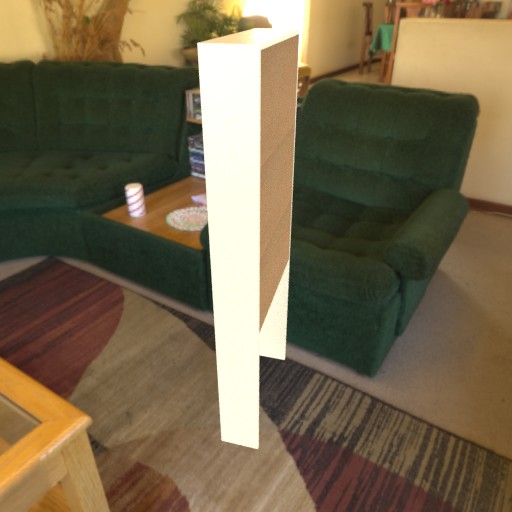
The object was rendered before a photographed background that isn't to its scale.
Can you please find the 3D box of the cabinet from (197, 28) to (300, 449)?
[{"bbox_3d":[0.000,0.000,1.978,0.192,1.770,0.643,8,31,13],"label":"cabinet"}]
